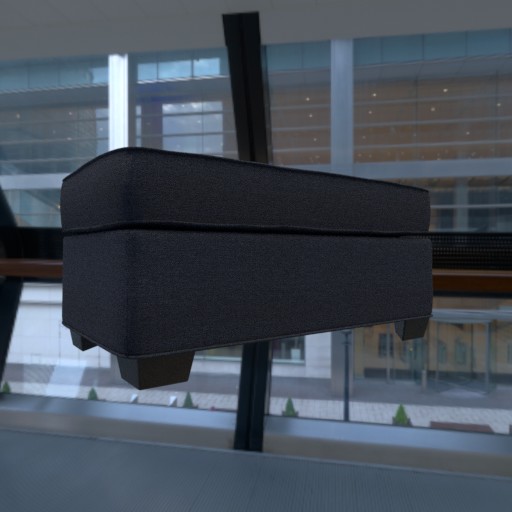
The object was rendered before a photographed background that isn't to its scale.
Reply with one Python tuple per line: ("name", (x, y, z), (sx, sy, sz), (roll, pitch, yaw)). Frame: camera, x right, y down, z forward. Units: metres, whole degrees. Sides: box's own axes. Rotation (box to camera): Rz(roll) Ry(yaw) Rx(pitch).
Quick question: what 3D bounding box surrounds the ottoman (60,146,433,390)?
("ottoman", (0.000, 0.000, 1.175), (0.895, 0.453, 0.505), (0, 1, -36))
